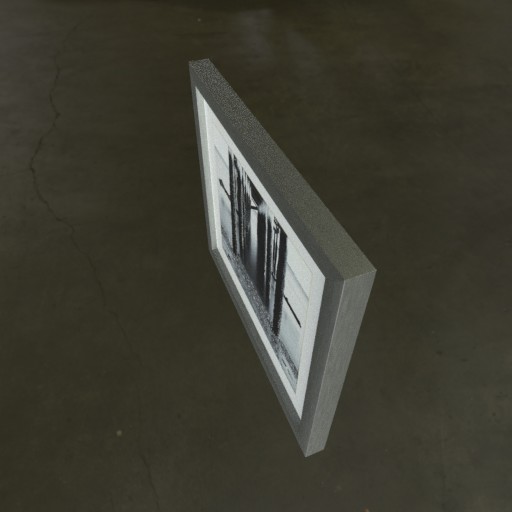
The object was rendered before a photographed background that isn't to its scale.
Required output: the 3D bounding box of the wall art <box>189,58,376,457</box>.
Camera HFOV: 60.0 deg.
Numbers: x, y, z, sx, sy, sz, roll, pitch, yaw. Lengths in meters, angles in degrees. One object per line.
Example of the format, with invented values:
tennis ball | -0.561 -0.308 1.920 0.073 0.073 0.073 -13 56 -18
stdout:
wall art | 0.000 0.000 0.544 0.028 0.330 0.380 -16 49 -15
